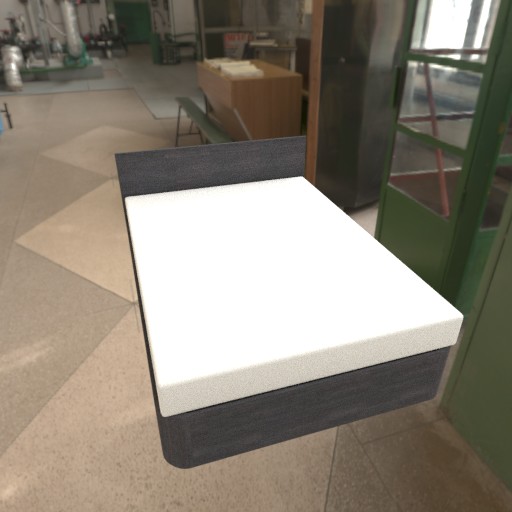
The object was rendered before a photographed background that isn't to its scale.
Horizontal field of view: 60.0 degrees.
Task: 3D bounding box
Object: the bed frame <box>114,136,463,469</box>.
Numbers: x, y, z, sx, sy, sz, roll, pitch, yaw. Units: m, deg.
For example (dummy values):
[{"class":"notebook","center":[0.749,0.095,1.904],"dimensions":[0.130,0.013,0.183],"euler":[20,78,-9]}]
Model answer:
[{"class":"bed frame","center":[0.000,0.000,2.606],"dimensions":[1.400,0.800,1.900],"euler":[-9,32,-15]}]
